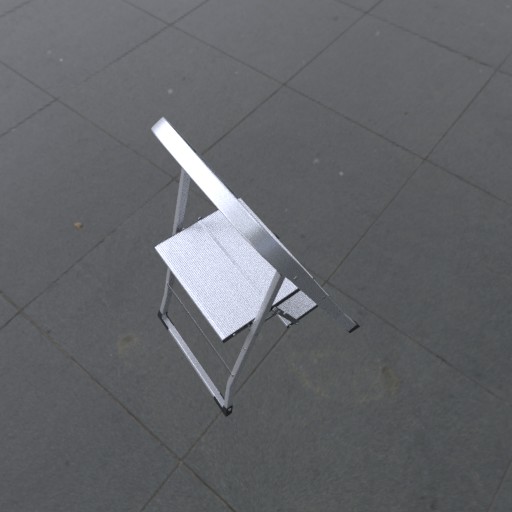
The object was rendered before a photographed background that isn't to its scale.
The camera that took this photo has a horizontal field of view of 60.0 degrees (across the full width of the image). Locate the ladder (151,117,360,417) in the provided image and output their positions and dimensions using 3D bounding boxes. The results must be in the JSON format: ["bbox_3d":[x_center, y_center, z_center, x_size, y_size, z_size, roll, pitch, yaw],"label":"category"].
[{"bbox_3d":[0.000,0.000,1.152,0.530,0.830,0.465,-32,64,-18],"label":"ladder"}]
